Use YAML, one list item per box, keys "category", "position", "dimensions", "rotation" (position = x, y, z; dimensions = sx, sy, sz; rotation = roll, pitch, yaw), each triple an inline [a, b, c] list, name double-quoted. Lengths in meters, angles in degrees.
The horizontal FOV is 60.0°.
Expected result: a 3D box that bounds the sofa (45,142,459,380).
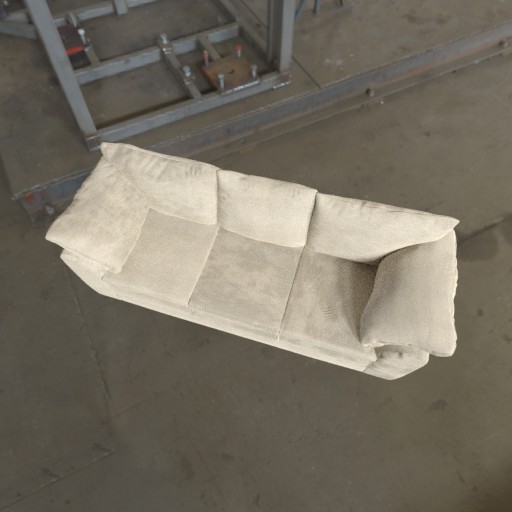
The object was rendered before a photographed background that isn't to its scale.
- category: "sofa"
  position: [0.000, 0.000, 2.864]
  dimensions: [2.377, 0.981, 0.893]
  rotation: [15, 60, 9]
